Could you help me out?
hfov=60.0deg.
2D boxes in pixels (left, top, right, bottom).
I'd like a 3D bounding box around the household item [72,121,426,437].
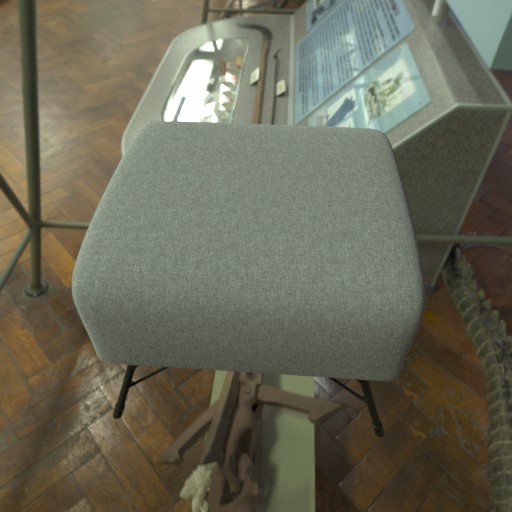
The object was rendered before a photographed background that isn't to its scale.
[{"bbox_3d":[0.000,0.000,0.893,0.530,0.410,0.530,3,46,3],"label":"household item"}]
